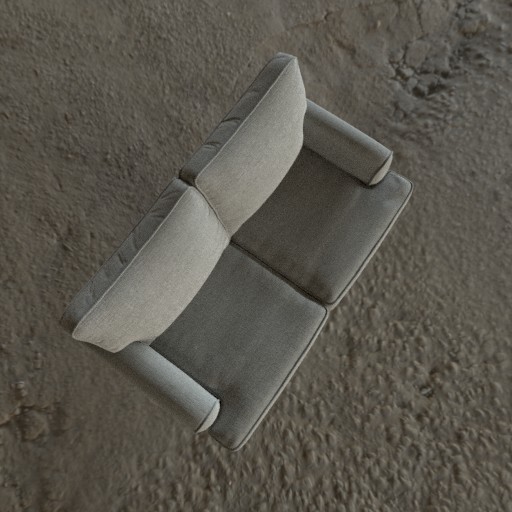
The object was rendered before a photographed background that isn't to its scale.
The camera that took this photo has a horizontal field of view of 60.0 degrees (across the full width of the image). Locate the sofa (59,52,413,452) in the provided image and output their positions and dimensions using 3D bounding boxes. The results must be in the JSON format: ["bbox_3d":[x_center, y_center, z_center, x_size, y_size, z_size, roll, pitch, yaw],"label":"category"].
[{"bbox_3d":[0.000,0.000,2.207,0.965,0.965,1.651,35,78,8],"label":"sofa"}]
